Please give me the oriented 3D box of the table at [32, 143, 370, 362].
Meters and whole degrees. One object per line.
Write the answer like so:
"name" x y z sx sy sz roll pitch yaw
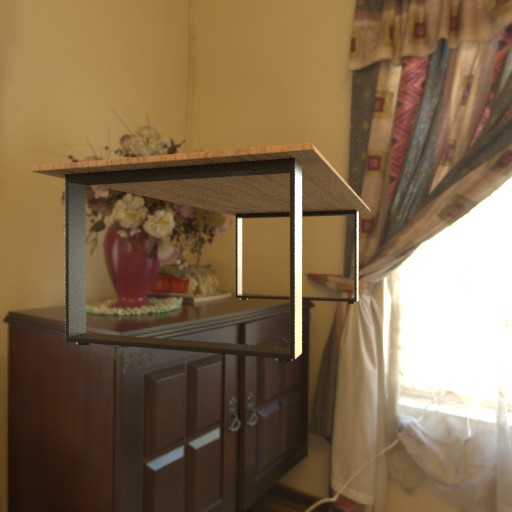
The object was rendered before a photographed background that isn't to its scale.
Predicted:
"table" 0.000 0.000 1.591 0.693 0.445 1.331 0 0 19
